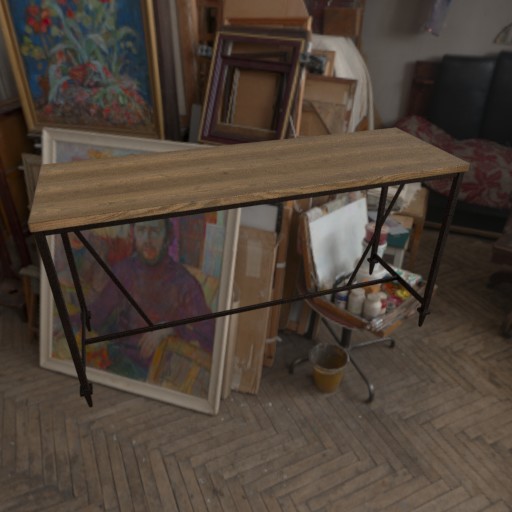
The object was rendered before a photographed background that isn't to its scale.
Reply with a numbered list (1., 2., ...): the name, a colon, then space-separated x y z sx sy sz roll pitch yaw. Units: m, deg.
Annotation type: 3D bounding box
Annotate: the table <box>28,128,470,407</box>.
1. table: 0.000 0.000 2.079 1.700 0.902 0.551 -10 34 -15
